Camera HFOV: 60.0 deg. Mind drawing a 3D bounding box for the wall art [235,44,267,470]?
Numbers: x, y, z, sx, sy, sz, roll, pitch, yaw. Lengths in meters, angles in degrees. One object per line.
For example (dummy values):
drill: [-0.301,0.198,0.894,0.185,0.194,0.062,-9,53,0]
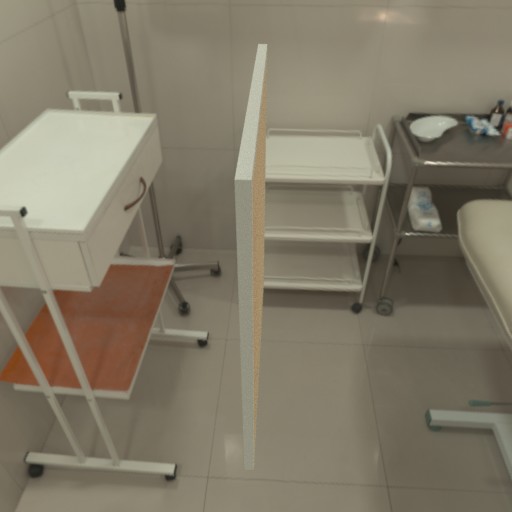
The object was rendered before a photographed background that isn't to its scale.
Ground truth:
wall art: [0.000,0.000,0.619,0.013,0.456,0.382,2,39,2]
